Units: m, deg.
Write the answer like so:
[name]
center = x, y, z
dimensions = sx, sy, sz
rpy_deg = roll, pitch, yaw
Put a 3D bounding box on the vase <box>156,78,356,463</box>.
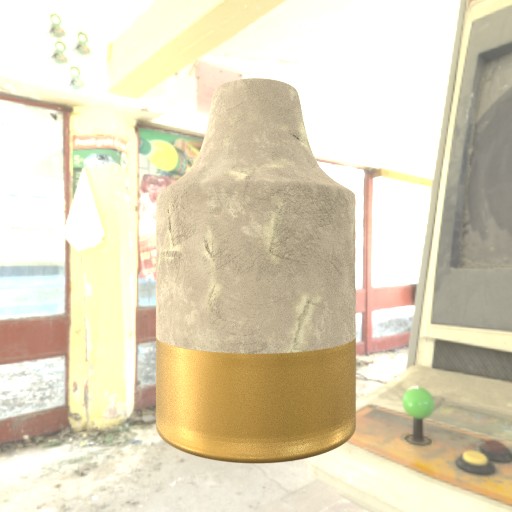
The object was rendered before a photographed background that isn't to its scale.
[vase]
center = 0.000, 0.000, 0.417
dimensions = 0.184, 0.305, 0.184
rpy_deg = 0, 0, 0
